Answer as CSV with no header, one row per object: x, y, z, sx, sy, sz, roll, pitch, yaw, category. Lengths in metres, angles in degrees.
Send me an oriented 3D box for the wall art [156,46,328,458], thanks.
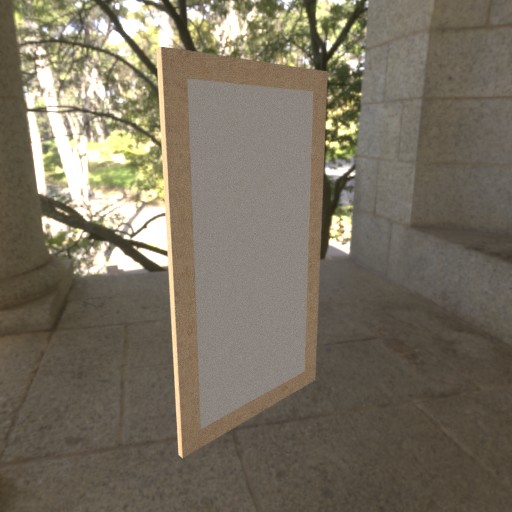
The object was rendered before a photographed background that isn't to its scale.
0.000,0.000,0.842,0.381,0.683,0.013,-14,21,-42,wall art
